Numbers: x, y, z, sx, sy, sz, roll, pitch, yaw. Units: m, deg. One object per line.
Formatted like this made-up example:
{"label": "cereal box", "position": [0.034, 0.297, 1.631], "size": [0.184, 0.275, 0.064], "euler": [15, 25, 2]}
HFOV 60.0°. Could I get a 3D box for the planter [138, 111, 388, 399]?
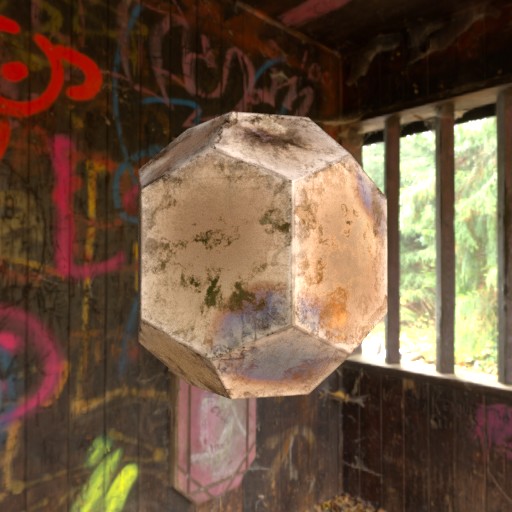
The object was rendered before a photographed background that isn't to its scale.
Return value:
{"label": "planter", "position": [0.000, 0.000, 0.428], "size": [0.243, 0.238, 0.221], "euler": [0, -1, 18]}
